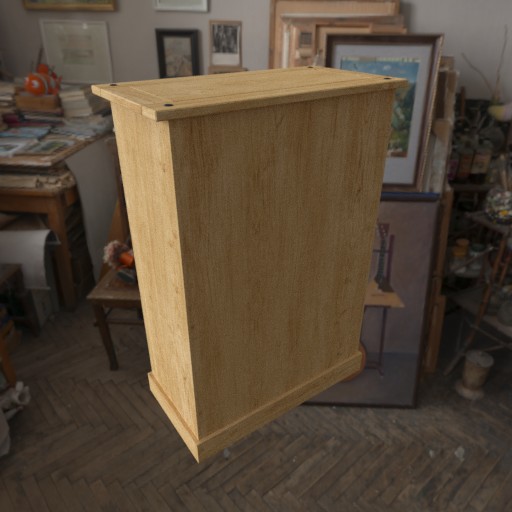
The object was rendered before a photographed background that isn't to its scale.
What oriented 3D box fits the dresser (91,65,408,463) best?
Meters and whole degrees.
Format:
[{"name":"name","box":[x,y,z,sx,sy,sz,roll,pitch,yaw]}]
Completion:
[{"name":"dresser","box":[0.000,0.000,1.752,0.915,1.300,0.485,-19,34,-30]}]
